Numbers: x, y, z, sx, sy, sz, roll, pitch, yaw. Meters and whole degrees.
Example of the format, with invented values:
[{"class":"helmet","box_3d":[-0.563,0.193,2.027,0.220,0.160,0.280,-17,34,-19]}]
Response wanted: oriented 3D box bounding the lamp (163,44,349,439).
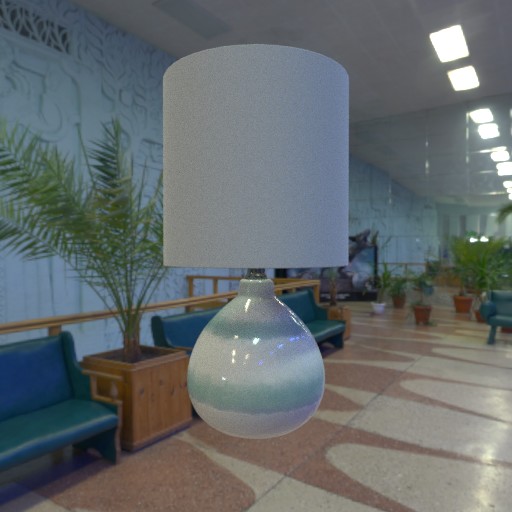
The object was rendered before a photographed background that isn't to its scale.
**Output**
[{"class":"lamp","box_3d":[0.000,0.000,0.530,0.217,0.404,0.217,1,1,35]}]
